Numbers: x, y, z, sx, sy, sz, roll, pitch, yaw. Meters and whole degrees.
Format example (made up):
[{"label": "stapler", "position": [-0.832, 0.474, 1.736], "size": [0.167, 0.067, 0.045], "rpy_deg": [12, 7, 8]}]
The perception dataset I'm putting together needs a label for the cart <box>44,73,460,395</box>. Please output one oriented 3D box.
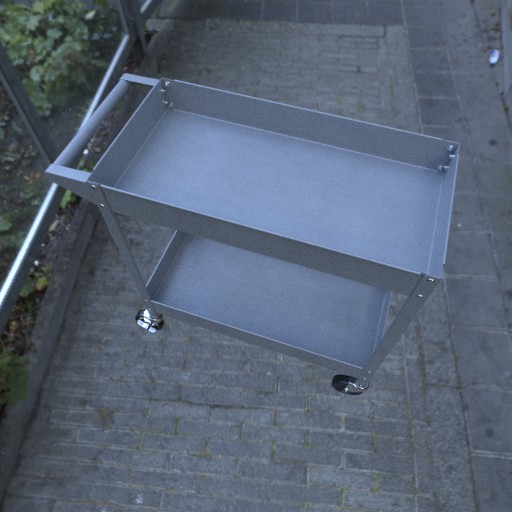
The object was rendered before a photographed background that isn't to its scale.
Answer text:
[{"label": "cart", "position": [0.000, 0.000, 1.177], "size": [0.779, 0.719, 0.366], "rpy_deg": [16, 59, 10]}]
